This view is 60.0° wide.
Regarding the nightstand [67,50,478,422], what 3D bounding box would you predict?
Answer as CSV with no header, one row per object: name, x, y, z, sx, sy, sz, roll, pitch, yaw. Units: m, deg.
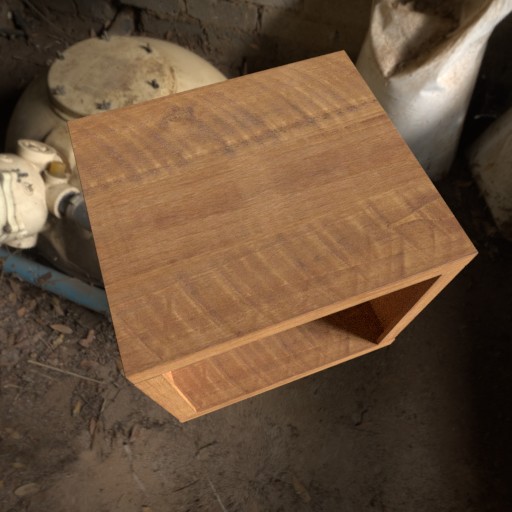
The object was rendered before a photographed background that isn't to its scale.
nightstand,0.000,0.000,0.877,0.493,0.491,0.436,-18,65,-9
